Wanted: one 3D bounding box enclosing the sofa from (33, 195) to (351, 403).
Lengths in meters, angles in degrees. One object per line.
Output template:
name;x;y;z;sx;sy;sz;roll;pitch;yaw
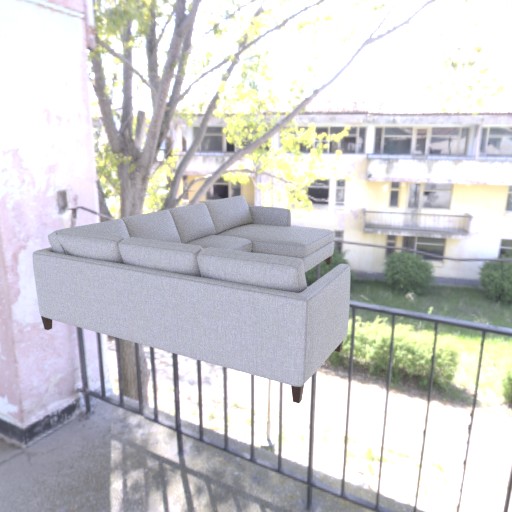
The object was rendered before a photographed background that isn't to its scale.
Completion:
sofa;0.000;0.000;4.660;2.551;0.889;3.403;8;16;28
